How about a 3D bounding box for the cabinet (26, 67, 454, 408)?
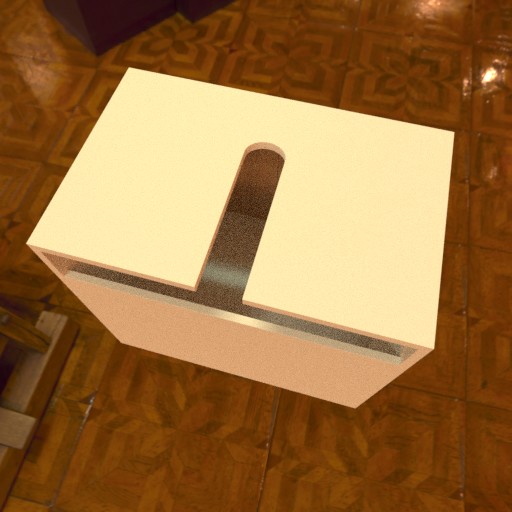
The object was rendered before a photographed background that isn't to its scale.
[{"bbox_3d":[0.000,0.000,0.943,0.600,0.522,0.400,14,64,7],"label":"cabinet"}]
